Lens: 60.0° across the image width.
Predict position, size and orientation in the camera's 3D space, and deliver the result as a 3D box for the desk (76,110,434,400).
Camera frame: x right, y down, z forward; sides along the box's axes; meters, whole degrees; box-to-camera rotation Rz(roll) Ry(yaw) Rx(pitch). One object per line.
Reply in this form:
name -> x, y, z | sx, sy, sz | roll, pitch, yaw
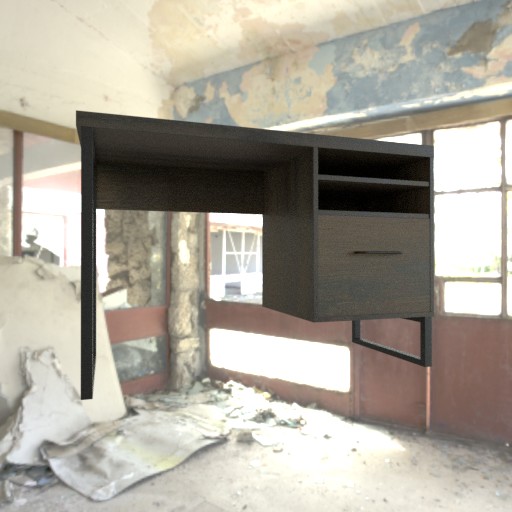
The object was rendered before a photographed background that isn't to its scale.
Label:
desk -> 0.000, 0.000, 1.537 | 1.134, 0.752, 0.511 | 0, 0, -19
